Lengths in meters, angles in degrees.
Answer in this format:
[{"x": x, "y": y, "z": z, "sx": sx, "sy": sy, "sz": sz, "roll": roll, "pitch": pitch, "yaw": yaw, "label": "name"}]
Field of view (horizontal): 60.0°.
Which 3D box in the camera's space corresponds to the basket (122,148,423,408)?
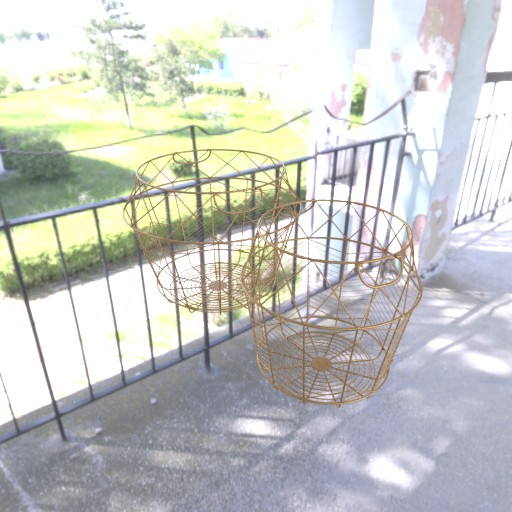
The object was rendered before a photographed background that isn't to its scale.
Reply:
[{"x": 0.000, "y": 0.000, "z": 1.043, "sx": 0.451, "sy": 0.343, "sz": 0.805, "roll": -20, "pitch": 34, "yaw": -33, "label": "basket"}]
